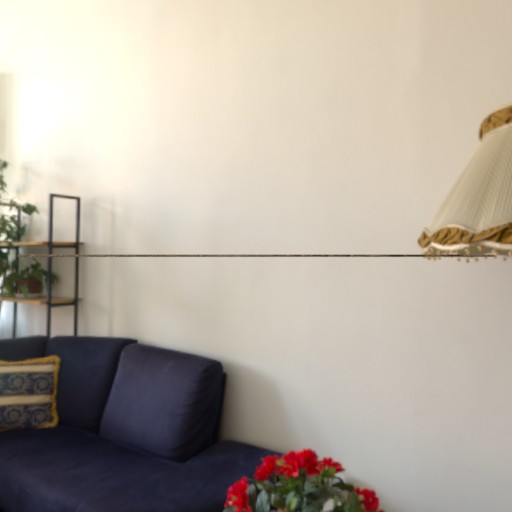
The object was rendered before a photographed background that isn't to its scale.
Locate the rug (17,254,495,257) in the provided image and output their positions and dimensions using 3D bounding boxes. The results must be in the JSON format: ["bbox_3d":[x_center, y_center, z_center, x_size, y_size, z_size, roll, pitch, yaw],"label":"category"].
[{"bbox_3d":[0.000,0.000,4.734,3.824,0.019,2.393,0,0,0],"label":"rug"}]
